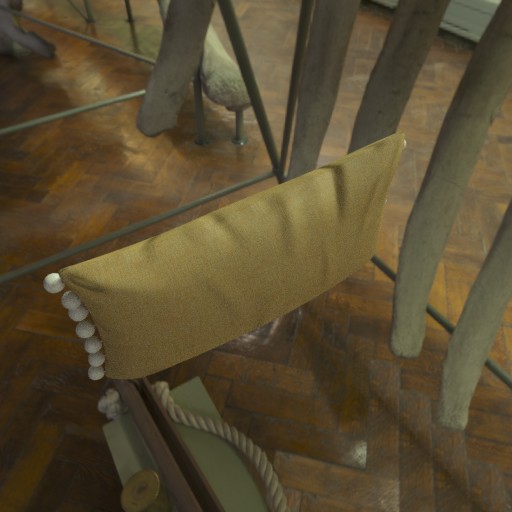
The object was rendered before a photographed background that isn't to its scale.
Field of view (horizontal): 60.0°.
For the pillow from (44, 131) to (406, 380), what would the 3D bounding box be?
[{"bbox_3d":[0.000,0.000,0.837,0.709,0.322,0.201,-24,51,-21],"label":"pillow"}]
